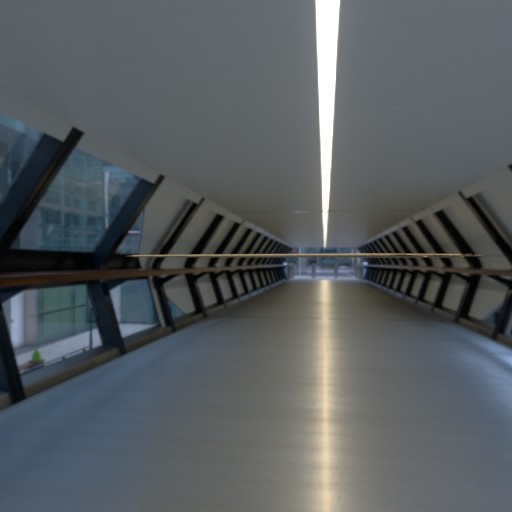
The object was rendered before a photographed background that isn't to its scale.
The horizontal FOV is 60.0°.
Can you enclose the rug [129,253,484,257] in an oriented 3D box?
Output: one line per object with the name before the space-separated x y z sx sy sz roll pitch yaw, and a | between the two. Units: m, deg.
rug | 0.000 0.000 2.715 0.729 0.021 2.438 0 0 -37
